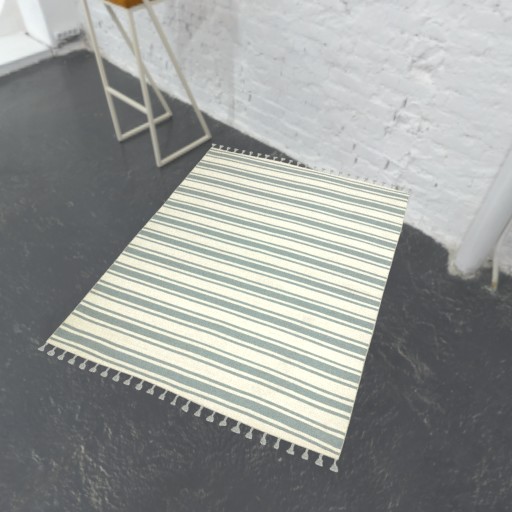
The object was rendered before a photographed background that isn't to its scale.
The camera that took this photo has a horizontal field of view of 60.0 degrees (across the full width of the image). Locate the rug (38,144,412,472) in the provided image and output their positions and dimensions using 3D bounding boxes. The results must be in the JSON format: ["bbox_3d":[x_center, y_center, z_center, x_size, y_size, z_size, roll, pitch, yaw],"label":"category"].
[{"bbox_3d":[0.000,0.000,4.198,2.439,0.005,3.201,17,49,15],"label":"rug"}]
